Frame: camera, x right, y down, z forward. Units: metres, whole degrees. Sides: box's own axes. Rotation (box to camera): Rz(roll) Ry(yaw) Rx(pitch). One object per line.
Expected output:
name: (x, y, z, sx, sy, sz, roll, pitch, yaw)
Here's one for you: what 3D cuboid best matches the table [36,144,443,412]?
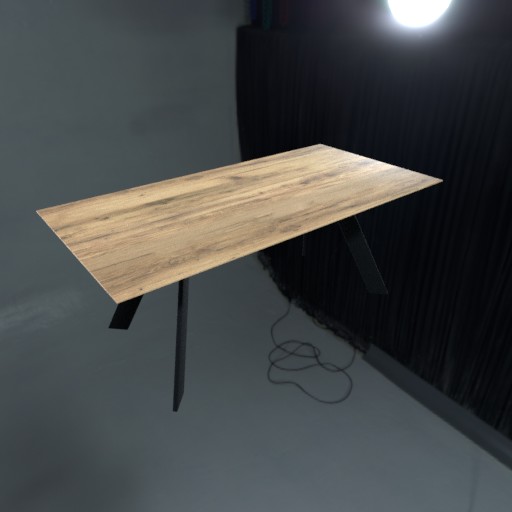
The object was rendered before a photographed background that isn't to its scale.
table: (0.000, 0.000, 2.593, 2.000, 0.770, 1.000, -21, 35, -33)
